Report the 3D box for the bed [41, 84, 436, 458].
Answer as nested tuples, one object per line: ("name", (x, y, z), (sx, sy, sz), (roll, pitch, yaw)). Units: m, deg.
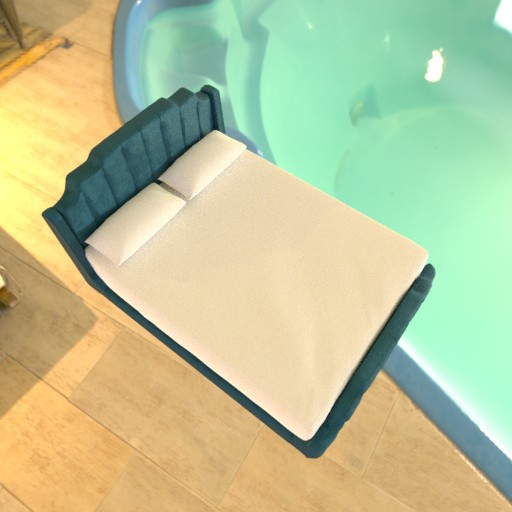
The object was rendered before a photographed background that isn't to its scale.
("bed", (0.000, 0.000, 3.296), (2.322, 1.338, 1.678), (33, 64, 19))
